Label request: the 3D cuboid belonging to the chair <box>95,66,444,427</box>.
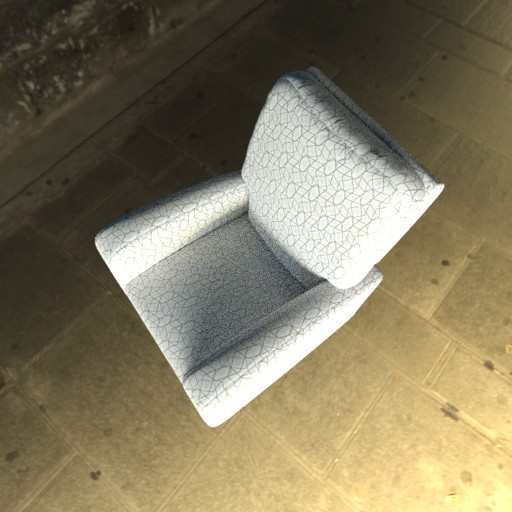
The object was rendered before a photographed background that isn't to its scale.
[{"bbox_3d":[0.000,0.000,1.737,0.995,1.064,0.796,-32,68,-15],"label":"chair"}]
